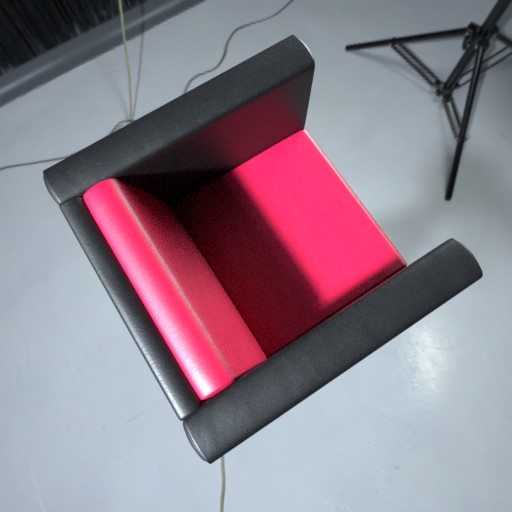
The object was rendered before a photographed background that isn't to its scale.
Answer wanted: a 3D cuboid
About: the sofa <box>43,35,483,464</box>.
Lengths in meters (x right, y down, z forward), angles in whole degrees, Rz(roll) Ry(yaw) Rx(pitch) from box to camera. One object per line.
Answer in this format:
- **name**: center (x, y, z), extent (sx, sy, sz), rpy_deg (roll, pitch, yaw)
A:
- **sofa**: center (0.000, 0.000, 1.433), extent (0.809, 0.724, 0.839), rpy_deg (-32, 77, -8)
